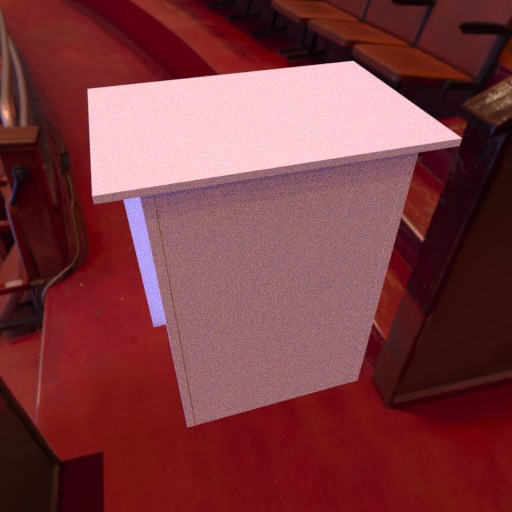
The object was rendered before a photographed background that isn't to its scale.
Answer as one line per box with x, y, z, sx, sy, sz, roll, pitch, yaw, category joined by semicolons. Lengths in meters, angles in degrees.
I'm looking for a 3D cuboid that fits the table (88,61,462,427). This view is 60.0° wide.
0.000;0.000;1.050;0.589;0.711;0.406;-11;43;-13;table
